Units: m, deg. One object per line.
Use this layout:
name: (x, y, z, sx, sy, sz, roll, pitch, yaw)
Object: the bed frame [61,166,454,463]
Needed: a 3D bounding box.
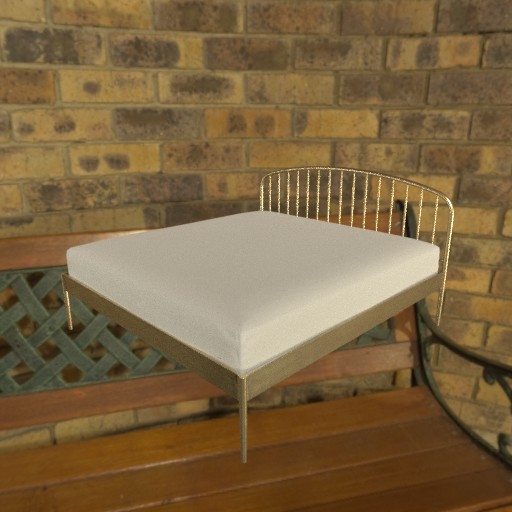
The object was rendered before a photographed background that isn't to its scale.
bed frame: (0.000, 0.000, 3.337, 2.152, 1.174, 2.016, -16, 23, -42)
